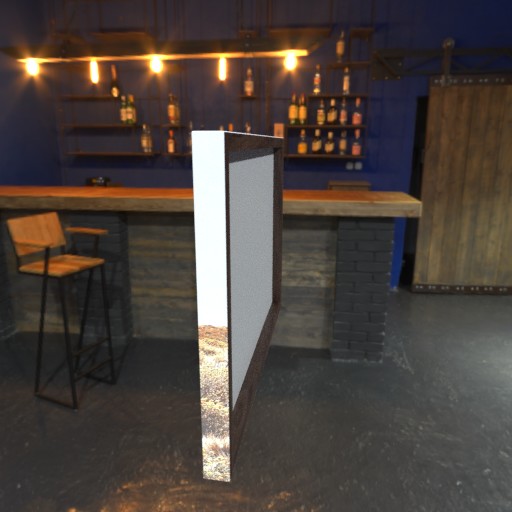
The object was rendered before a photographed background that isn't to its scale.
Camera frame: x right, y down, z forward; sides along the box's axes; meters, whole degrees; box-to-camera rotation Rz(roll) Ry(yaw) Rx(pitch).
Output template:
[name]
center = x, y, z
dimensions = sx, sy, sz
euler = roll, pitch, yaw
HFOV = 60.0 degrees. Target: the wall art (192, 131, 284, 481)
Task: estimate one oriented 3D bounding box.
[wall art]
center = 0.000, 0.000, 1.166
dimensions = 0.050, 0.610, 0.914
euler = 2, 14, 9
